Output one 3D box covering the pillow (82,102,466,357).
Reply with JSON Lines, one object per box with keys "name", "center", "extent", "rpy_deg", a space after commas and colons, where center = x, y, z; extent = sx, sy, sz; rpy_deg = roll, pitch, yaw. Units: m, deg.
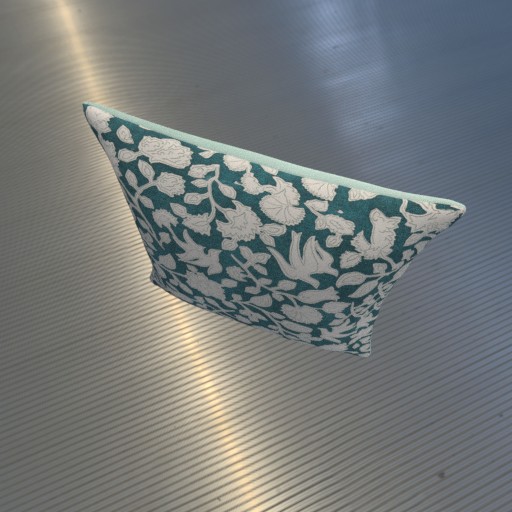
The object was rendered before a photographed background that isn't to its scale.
{"name": "pillow", "center": [0.000, 0.000, 0.781], "extent": [0.525, 0.508, 0.166], "rpy_deg": [18, 61, 11]}
